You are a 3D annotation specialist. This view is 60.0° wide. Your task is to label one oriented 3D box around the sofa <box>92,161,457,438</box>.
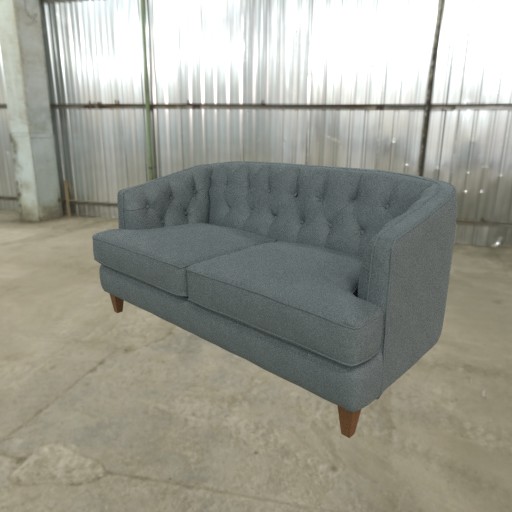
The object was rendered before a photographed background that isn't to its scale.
[{"bbox_3d":[0.000,0.000,2.230,1.733,0.855,0.941,15,22,42],"label":"sofa"}]
